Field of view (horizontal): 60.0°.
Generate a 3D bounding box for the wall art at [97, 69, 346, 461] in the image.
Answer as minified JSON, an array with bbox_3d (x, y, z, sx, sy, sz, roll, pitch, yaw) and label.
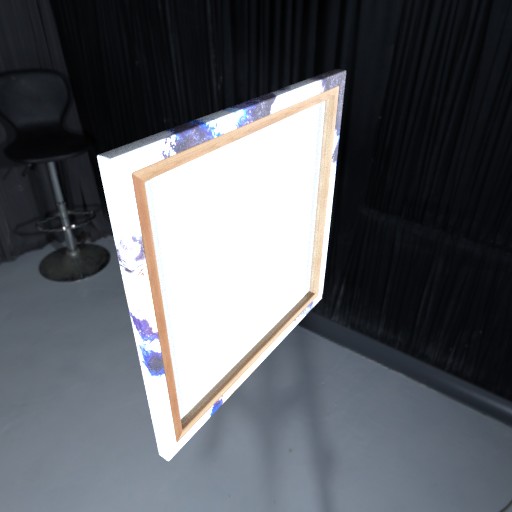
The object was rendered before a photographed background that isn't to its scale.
[{"bbox_3d":[0.000,0.000,1.295,0.038,0.885,0.887,22,40,29],"label":"wall art"}]
